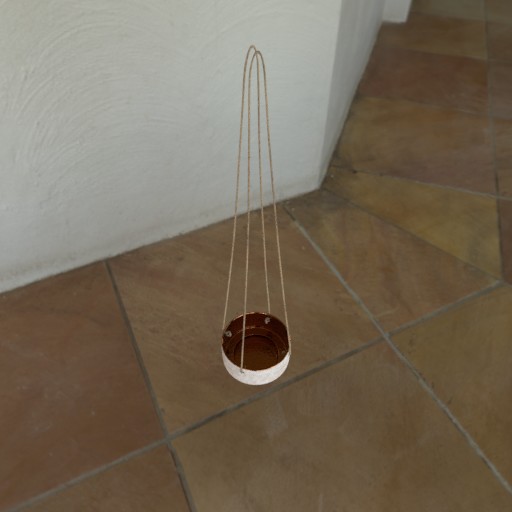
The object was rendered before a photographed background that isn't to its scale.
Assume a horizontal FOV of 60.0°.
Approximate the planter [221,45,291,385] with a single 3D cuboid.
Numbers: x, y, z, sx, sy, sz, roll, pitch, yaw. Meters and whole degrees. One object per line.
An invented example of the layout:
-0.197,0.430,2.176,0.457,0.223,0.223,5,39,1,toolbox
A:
0.000,0.000,1.132,0.223,1.030,0.223,-17,49,-15,planter
